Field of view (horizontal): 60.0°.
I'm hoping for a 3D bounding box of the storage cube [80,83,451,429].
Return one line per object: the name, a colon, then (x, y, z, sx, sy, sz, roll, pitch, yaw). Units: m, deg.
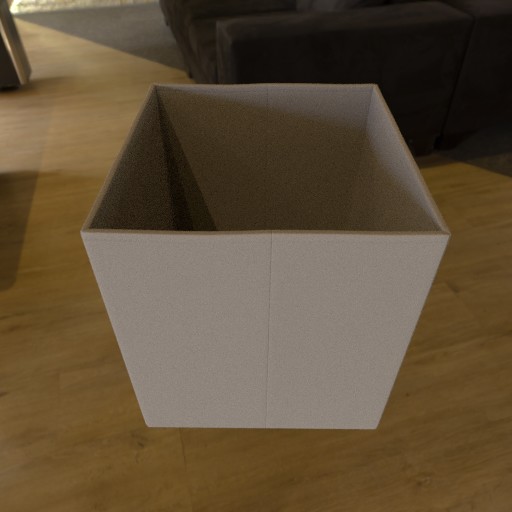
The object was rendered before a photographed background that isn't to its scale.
storage cube: (0.000, 0.000, 0.490, 0.270, 0.280, 0.270, 0, 42, 0)
